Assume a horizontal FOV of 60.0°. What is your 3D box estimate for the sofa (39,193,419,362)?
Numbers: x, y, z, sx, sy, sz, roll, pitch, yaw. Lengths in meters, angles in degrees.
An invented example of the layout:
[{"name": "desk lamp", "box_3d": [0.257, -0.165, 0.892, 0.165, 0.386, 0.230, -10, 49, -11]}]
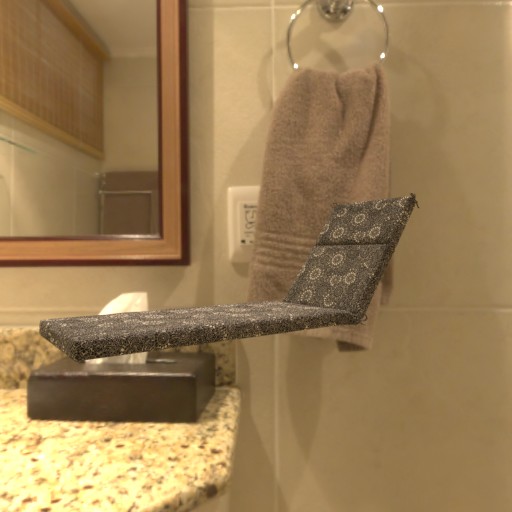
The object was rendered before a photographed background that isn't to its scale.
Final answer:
[{"name": "sofa", "box_3d": [0.000, 0.000, 1.953, 1.663, 0.622, 0.582, 0, 0, -36]}]
